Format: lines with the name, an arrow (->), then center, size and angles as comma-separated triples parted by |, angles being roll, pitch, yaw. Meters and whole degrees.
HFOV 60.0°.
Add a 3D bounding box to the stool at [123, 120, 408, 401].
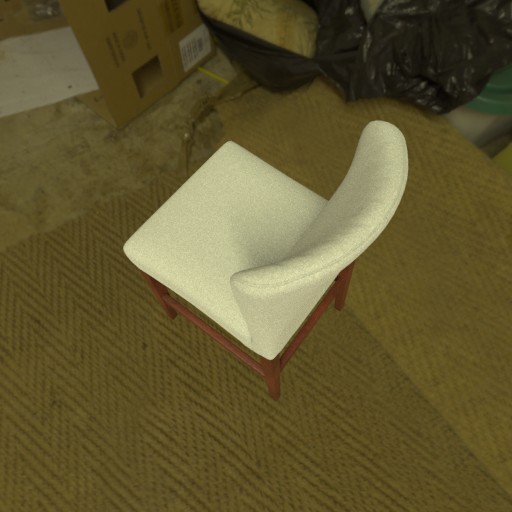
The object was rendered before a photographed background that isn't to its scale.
stool -> 0.000, 0.000, 1.264 | 0.568, 0.968, 0.479 | 34, 69, 15
